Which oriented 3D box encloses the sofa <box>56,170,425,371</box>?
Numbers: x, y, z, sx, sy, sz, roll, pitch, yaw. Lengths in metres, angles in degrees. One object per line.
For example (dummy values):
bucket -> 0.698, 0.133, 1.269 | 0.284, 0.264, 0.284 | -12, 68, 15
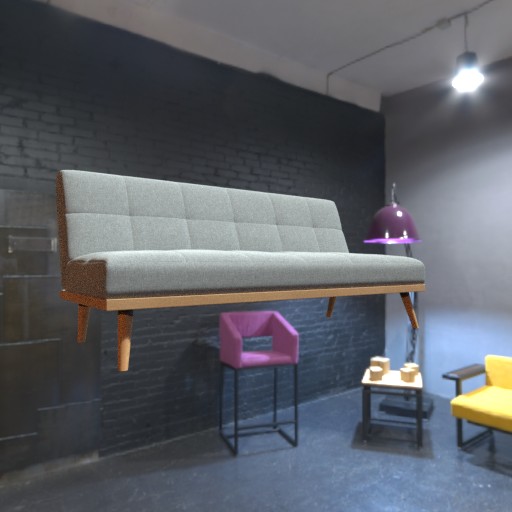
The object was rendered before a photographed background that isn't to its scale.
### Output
sofa -> 0.000, 0.000, 2.304 | 1.820, 0.800, 0.800 | 1, -1, -36
